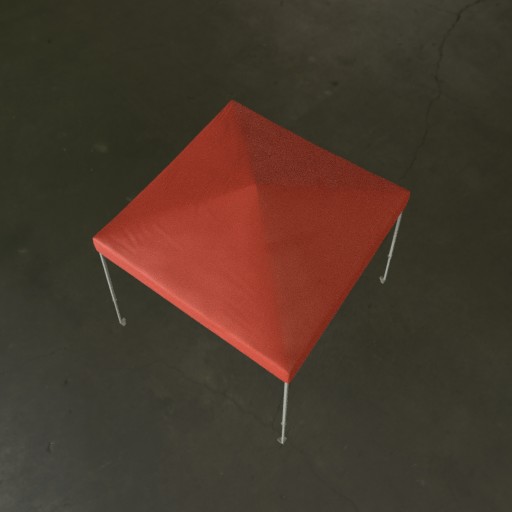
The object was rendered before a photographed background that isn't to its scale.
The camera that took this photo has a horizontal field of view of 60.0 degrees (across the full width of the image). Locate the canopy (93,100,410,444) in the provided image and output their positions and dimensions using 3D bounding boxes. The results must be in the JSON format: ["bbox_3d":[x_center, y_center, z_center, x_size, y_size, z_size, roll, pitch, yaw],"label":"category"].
[{"bbox_3d":[0.000,0.000,5.351,2.849,2.850,2.850,32,67,15],"label":"canopy"}]
